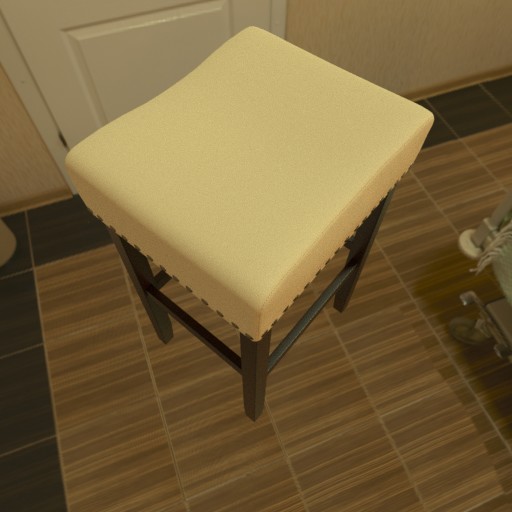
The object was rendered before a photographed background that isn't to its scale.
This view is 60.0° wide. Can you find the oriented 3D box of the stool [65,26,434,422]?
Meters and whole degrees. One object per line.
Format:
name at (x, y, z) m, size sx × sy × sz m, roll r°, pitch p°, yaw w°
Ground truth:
stool at (0.000, 0.000, 1.018) m, size 0.401 × 0.762 × 0.471 m, roll 35°, pitch 65°, yaw 20°
